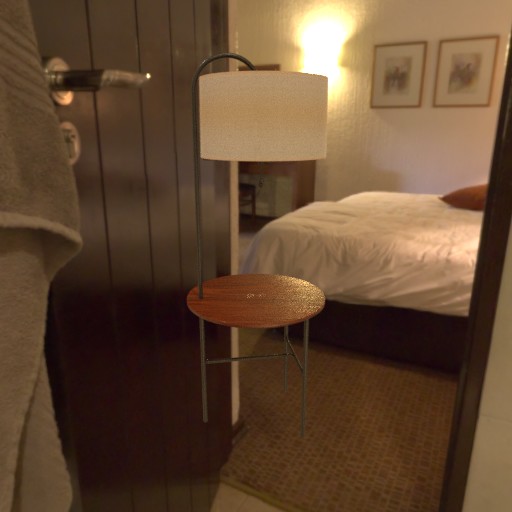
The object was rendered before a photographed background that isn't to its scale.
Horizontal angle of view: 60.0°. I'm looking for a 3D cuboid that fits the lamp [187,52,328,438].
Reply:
[{"bbox_3d":[0.000,0.000,1.805,0.573,1.517,0.573,0,16,0],"label":"lamp"}]
